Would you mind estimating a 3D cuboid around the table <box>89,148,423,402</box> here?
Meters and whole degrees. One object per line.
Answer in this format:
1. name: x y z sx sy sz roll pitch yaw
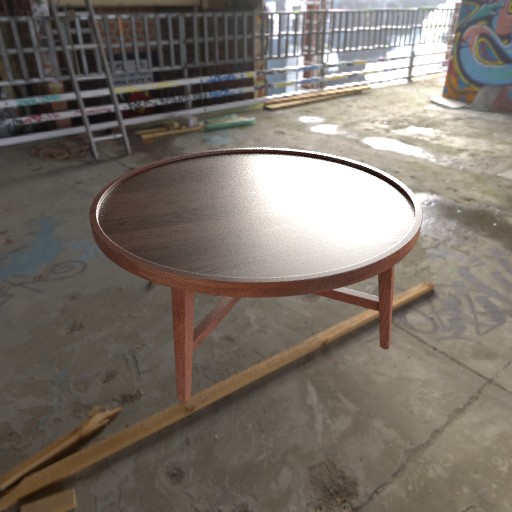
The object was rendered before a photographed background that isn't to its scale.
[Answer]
1. table: 0.000 0.000 1.208 0.800 0.360 0.800 0 30 0
